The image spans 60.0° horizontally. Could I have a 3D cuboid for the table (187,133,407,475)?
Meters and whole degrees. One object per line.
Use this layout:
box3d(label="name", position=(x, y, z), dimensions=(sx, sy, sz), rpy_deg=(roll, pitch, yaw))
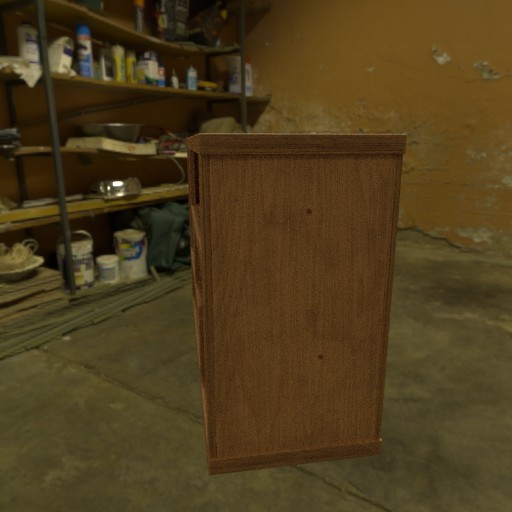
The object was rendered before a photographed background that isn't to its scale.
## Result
box3d(label="table", position=(0.000, 0.000, 1.489), dimensions=(0.410, 0.771, 1.151), rpy_deg=(-2, 15, -9))
